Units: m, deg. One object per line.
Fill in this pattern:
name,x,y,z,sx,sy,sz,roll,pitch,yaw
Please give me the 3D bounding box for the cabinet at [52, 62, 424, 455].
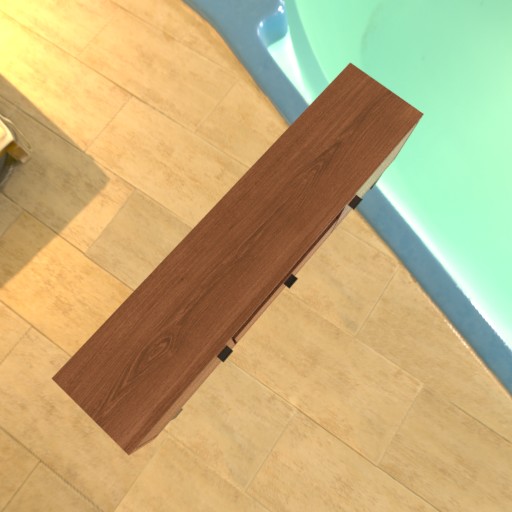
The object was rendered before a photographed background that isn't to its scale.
cabinet,0.000,0.000,1.864,0.400,0.500,1.650,40,78,10
